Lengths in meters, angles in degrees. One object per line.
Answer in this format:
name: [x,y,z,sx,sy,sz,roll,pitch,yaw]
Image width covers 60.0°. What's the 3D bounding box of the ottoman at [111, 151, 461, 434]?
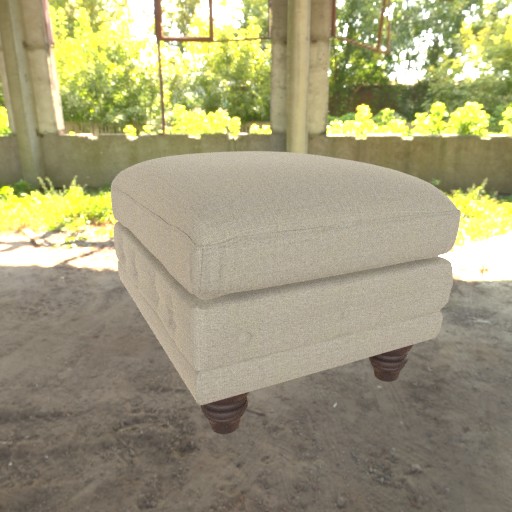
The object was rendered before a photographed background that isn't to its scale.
ottoman: [0.000,0.000,1.029,0.541,0.463,0.684,-8,18,-25]
